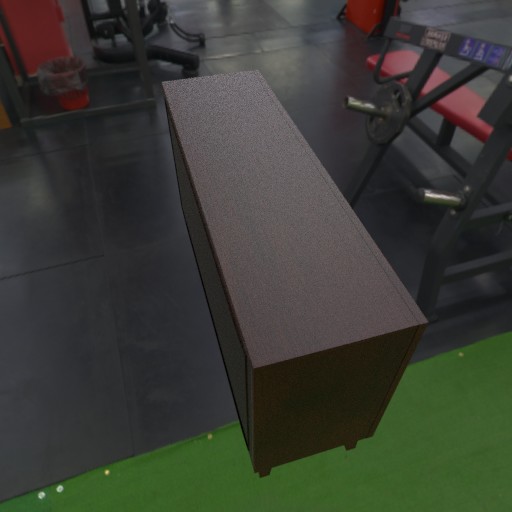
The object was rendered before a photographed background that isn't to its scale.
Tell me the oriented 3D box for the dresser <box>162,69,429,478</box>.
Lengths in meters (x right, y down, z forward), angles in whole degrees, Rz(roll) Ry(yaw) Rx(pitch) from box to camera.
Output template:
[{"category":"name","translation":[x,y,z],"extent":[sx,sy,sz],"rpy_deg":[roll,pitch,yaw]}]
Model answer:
[{"category":"dresser","translation":[0.000,0.000,2.022],"extent":[0.499,0.971,1.609],"rpy_deg":[-12,48,-11]}]
